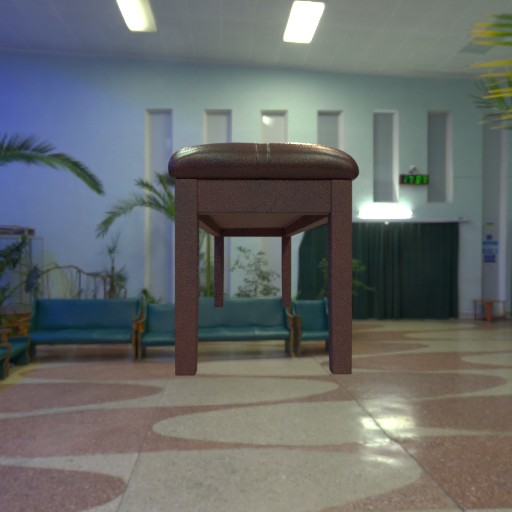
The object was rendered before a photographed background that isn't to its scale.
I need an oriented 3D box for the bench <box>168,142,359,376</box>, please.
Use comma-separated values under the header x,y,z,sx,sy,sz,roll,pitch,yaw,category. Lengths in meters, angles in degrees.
x,y,z,sx,sy,sz,roll,pitch,yaw,category
0.000,0.000,1.529,0.401,0.491,1.259,0,0,-2,bench
